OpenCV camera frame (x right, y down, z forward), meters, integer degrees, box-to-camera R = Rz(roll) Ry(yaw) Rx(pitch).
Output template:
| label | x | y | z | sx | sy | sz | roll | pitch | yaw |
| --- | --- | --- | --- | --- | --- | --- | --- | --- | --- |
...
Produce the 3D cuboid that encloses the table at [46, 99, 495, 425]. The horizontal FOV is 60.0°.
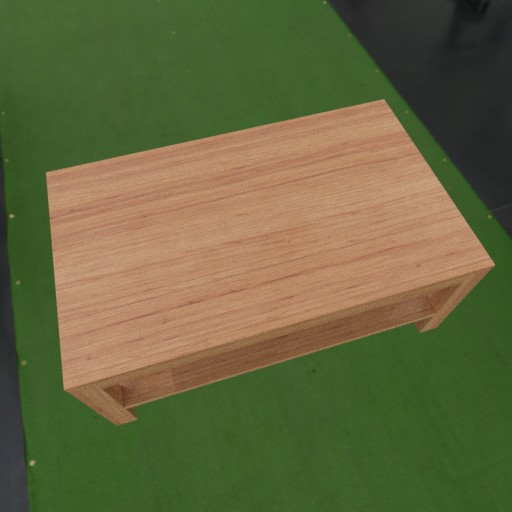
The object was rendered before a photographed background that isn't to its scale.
| label | x | y | z | sx | sy | sz | roll | pitch | yaw |
| --- | --- | --- | --- | --- | --- | --- | --- | --- | --- |
| table | 0.000 | 0.000 | 1.482 | 1.146 | 0.457 | 0.695 | -15 | 60 | -9 |
